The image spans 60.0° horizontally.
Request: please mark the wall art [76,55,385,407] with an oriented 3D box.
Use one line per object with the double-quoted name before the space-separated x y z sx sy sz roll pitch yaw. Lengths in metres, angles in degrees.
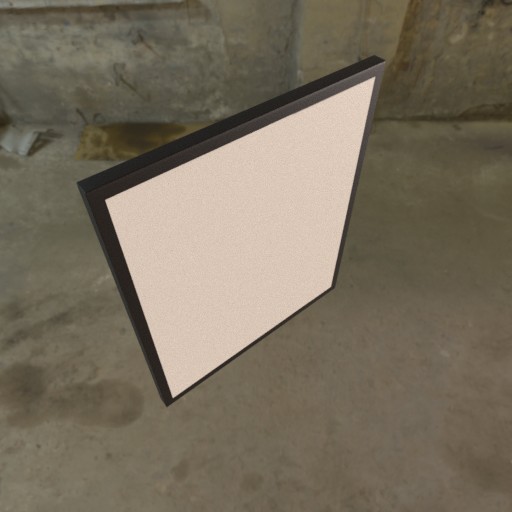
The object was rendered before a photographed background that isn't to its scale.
"wall art" 0.000 0.000 0.704 0.430 0.509 0.021 -31 56 -24
